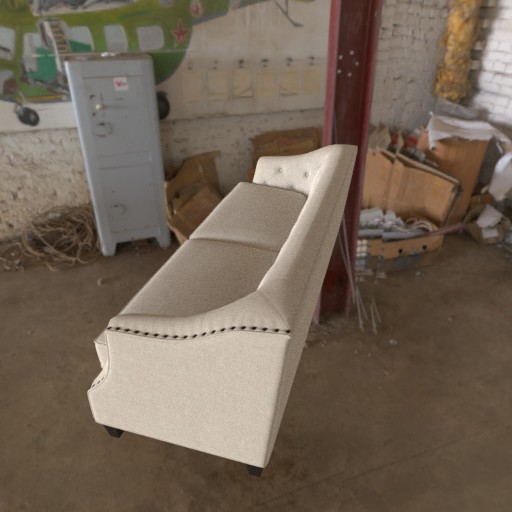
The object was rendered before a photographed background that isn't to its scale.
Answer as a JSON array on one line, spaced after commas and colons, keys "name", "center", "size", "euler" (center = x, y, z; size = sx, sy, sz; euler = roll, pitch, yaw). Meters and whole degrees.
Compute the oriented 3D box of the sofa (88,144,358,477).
[{"name": "sofa", "center": [0.000, 0.000, 2.672], "size": [0.914, 0.901, 2.235], "euler": [9, 31, 14]}]
